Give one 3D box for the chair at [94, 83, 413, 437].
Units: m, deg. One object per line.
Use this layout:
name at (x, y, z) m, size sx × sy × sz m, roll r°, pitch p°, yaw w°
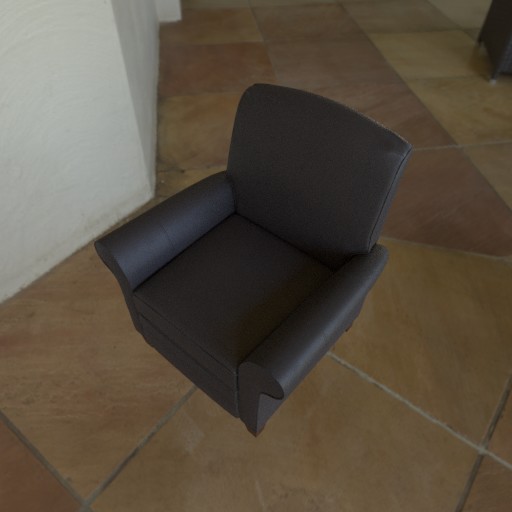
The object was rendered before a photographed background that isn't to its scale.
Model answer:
chair at (0.000, 0.000, 1.840) m, size 0.978 × 1.061 × 0.902 m, roll 32°, pitch 54°, yaw 27°
